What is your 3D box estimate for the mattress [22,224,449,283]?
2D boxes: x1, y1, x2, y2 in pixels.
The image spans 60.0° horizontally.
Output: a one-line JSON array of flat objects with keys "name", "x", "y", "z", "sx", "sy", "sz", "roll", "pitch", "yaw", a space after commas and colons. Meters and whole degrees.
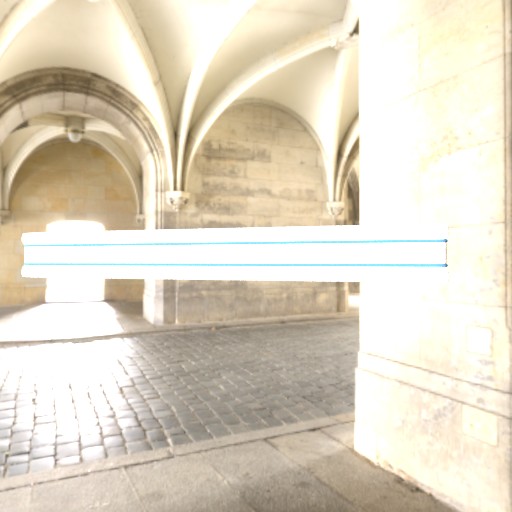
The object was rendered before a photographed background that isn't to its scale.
[{"name": "mattress", "x": 0.000, "y": 0.000, "z": 2.720, "sx": 2.000, "sy": 0.230, "sz": 1.600, "roll": 0, "pitch": -1, "yaw": 17}]
